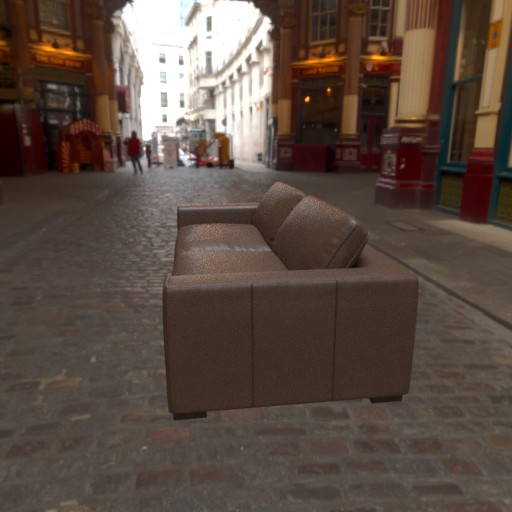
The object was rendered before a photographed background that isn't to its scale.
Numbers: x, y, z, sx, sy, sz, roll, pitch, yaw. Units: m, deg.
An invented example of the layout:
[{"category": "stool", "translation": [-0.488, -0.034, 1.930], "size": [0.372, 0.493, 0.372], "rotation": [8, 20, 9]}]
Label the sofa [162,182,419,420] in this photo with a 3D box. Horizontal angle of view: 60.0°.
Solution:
[{"category": "sofa", "translation": [0.000, 0.000, 2.850], "size": [1.070, 0.801, 2.262], "rotation": [-2, 15, -8]}]
